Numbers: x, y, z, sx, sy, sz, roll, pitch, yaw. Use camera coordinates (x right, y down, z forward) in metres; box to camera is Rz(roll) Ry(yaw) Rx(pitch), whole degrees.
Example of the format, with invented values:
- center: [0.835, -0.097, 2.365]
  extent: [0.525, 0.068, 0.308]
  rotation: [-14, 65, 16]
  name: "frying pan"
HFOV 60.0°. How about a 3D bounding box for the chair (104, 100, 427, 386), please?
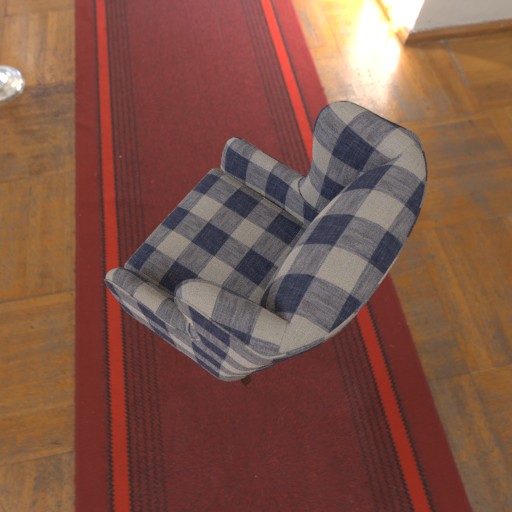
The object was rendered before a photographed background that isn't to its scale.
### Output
- center: [0.000, 0.000, 1.702]
  extent: [0.889, 1.041, 0.830]
  rotation: [31, 68, 15]
  name: "chair"
